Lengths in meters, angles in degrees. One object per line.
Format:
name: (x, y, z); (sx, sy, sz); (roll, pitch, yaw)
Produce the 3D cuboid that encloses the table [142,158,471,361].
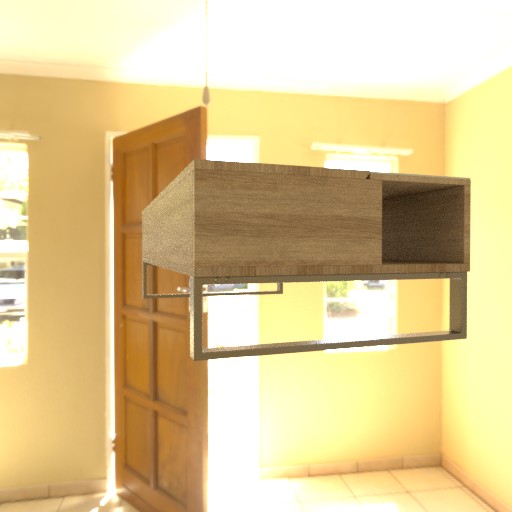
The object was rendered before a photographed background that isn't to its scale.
table: (0.000, 0.000, 1.378); (0.600, 0.350, 1.100); (0, 1, -19)
